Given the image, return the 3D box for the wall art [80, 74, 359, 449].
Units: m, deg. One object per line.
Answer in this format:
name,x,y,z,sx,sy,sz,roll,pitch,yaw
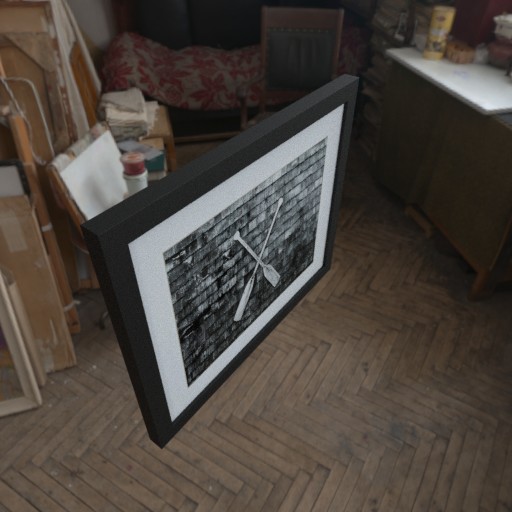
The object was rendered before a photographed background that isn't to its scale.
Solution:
wall art,0.000,0.000,0.765,0.029,0.457,0.558,27,48,27
